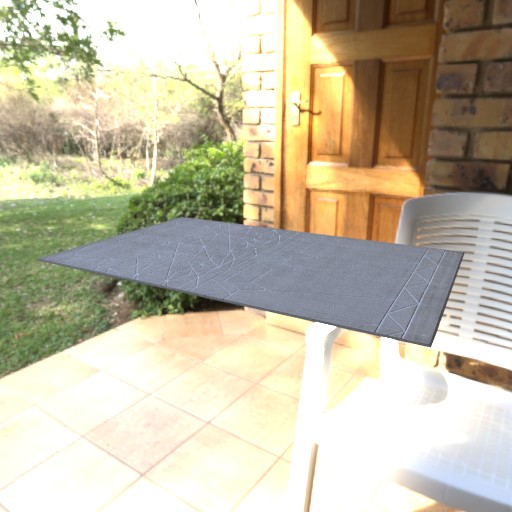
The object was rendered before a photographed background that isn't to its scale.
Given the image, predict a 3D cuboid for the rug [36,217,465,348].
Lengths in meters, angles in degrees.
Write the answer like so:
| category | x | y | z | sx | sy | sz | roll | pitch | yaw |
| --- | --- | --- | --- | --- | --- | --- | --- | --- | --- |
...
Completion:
| category | x | y | z | sx | sy | sz | roll | pitch | yaw |
| --- | --- | --- | --- | --- | --- | --- | --- | --- | --- |
| rug | 0.000 | 0.000 | 2.973 | 2.438 | 0.012 | 1.524 | 9 | 19 | 27 |
